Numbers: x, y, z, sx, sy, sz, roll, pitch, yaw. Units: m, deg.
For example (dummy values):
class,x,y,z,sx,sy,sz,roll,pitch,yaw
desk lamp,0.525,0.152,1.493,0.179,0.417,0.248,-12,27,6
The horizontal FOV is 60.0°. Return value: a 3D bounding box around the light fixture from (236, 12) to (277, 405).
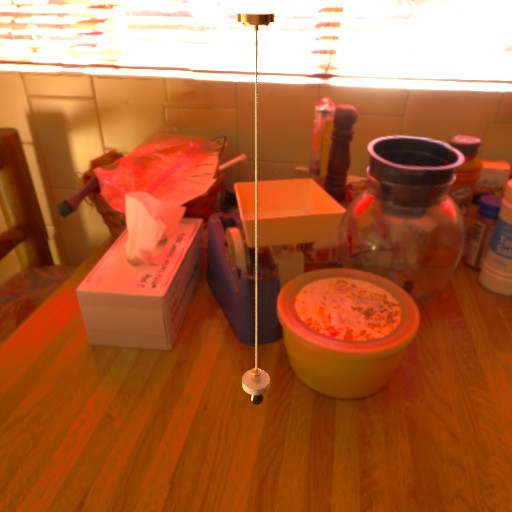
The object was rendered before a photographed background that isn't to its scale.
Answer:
class,x,y,z,sx,sy,sz,roll,pitch,yaw
light fixture,0.000,0.000,1.735,0.129,1.669,0.129,-10,33,-17
